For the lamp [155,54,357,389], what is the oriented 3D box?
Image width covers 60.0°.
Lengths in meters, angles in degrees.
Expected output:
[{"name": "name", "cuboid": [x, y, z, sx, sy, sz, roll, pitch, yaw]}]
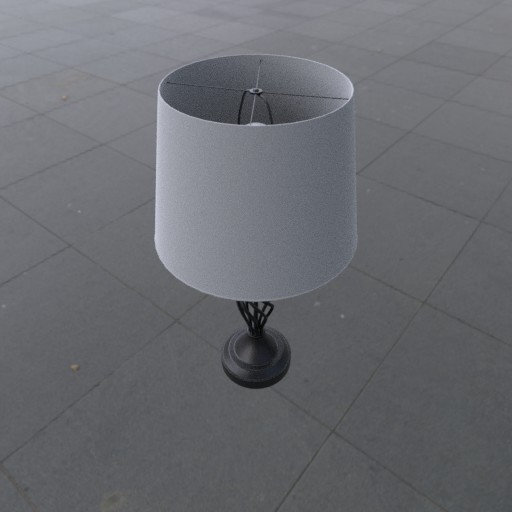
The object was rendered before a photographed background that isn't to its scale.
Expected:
[{"name": "lamp", "cuboid": [0.000, 0.000, 0.773, 0.331, 0.594, 0.331, 0, 41, 0]}]
